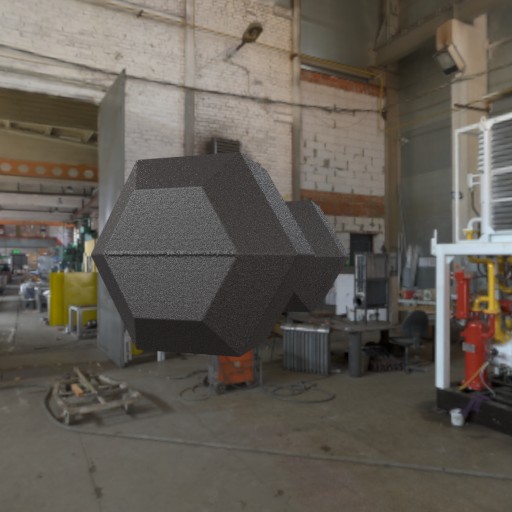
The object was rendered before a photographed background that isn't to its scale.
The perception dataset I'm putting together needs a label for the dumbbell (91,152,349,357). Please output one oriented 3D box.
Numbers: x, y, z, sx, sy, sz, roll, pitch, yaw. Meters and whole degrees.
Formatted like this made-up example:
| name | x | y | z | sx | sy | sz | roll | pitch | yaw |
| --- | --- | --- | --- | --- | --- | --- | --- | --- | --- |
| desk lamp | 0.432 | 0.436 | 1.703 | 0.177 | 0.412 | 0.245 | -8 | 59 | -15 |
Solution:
| name | x | y | z | sx | sy | sz | roll | pitch | yaw |
| --- | --- | --- | --- | --- | --- | --- | --- | --- | --- |
| dumbbell | 0.000 | 0.000 | 0.413 | 0.142 | 0.123 | 0.337 | 0 | 0 | 18 |
